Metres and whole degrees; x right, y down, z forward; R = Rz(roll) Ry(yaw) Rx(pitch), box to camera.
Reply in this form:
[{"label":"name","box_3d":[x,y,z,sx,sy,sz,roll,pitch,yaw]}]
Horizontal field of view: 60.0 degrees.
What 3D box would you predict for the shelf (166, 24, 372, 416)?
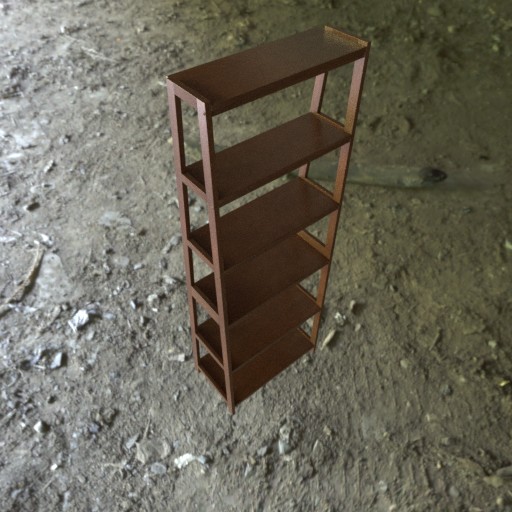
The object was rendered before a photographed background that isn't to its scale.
[{"label":"shelf","box_3d":[0.000,0.000,2.078,0.660,1.892,0.382,-31,54,-26]}]
